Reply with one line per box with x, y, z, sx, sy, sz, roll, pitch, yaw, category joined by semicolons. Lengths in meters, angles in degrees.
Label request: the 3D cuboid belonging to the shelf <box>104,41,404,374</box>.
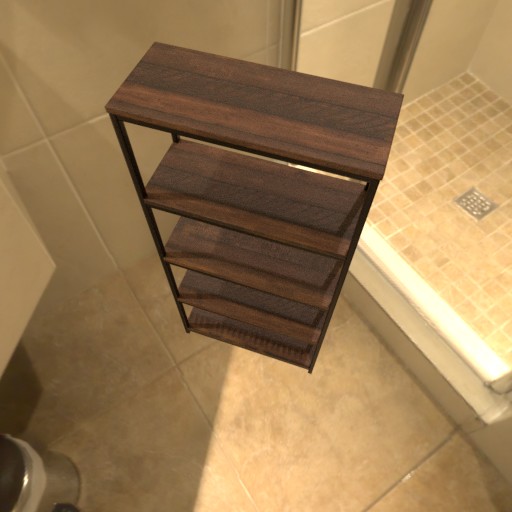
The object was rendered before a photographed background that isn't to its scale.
0.000;0.000;2.185;0.874;1.860;0.359;16;60;10;shelf
